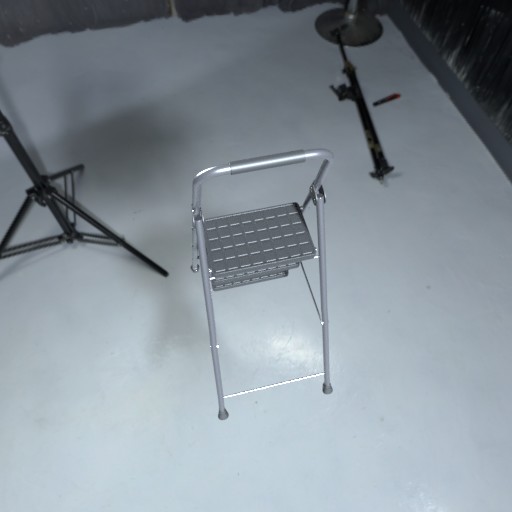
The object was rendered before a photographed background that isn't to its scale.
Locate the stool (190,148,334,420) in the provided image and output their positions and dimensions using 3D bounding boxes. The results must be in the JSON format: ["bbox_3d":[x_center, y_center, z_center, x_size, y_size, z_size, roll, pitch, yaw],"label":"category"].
[{"bbox_3d":[0.000,0.000,1.479,0.473,1.121,0.733,-11,58,-7],"label":"stool"}]
